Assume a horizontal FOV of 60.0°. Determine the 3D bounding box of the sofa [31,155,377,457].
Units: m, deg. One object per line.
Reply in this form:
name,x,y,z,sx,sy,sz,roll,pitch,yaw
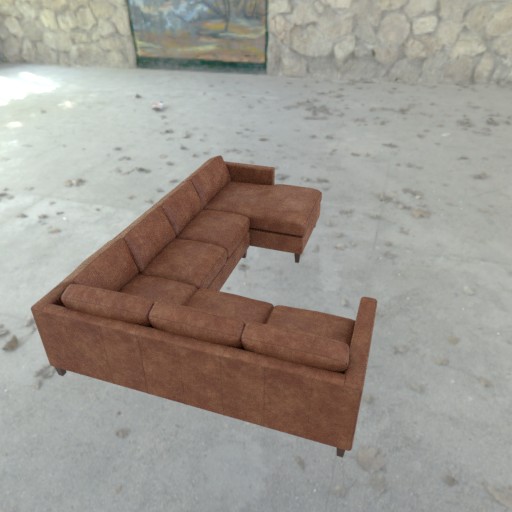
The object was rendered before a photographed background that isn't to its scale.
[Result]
sofa,0.000,0.000,4.449,2.452,0.888,3.324,10,34,16
